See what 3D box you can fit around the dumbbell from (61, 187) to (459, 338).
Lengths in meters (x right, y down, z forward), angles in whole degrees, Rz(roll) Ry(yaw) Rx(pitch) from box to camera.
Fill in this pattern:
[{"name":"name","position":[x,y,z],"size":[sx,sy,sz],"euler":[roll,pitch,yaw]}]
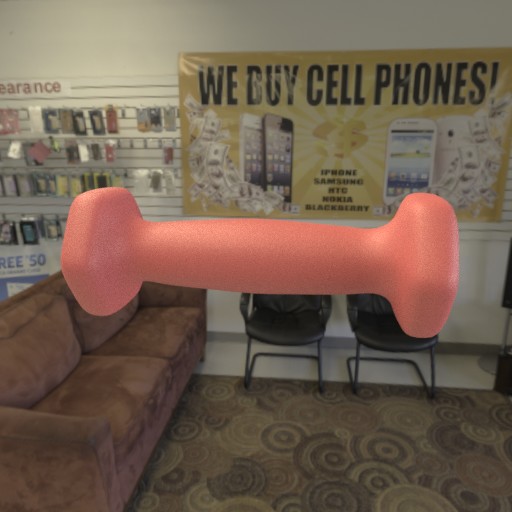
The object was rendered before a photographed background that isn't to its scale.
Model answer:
[{"name":"dumbbell","position":[0.000,0.000,0.149],"size":[0.123,0.043,0.047],"euler":[2,15,9]}]
